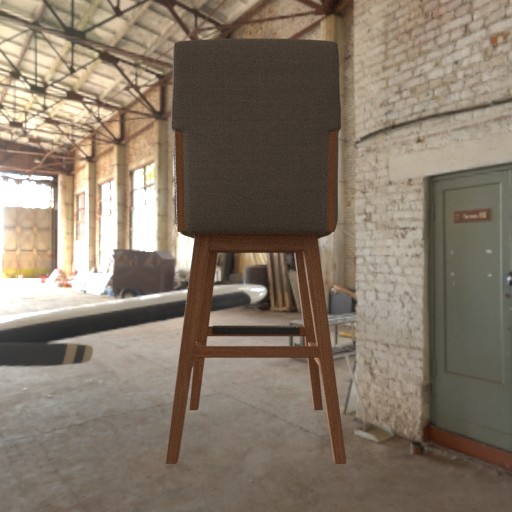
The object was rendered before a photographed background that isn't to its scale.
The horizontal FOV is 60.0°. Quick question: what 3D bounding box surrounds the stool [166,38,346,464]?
[{"bbox_3d":[0.000,0.000,1.387,0.483,1.112,0.570,0,0,0],"label":"stool"}]
